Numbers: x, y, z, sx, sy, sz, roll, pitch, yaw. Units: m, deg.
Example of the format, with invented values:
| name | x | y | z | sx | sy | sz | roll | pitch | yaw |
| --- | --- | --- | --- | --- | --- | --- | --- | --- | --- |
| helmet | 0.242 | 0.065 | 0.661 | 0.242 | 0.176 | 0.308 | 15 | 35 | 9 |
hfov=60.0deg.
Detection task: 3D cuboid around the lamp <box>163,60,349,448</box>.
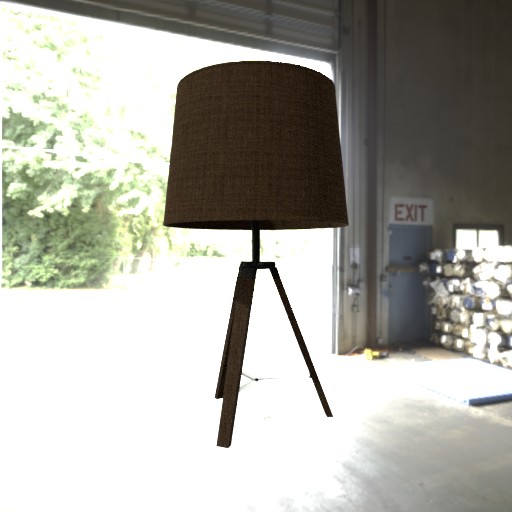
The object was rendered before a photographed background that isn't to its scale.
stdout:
| name | x | y | z | sx | sy | sz | roll | pitch | yaw |
| --- | --- | --- | --- | --- | --- | --- | --- | --- | --- |
| lamp | 0.000 | 0.000 | 0.705 | 0.290 | 0.514 | 0.290 | 0 | 1 | 0 |
